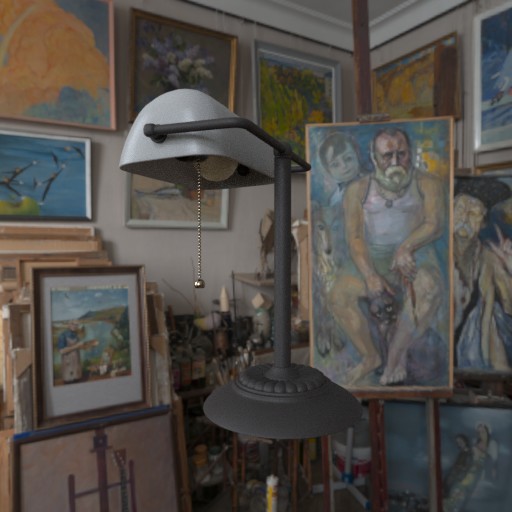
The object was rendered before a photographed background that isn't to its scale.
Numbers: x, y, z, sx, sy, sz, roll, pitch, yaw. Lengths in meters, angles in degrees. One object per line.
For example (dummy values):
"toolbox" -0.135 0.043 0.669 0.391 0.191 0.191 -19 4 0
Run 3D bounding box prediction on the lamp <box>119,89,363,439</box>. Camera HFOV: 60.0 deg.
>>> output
"lamp" 0.000 0.000 0.511 0.243 0.339 0.264 1 2 20
